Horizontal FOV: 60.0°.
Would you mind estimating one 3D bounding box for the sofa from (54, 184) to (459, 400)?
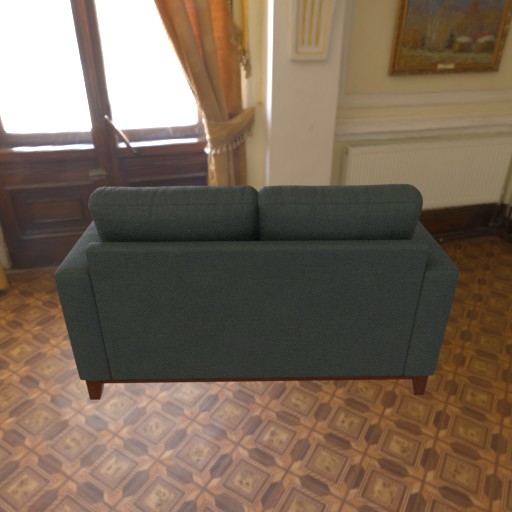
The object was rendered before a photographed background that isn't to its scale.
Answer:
[{"bbox_3d":[0.000,0.000,2.105,1.489,0.903,0.955,-1,29,-1],"label":"sofa"}]
